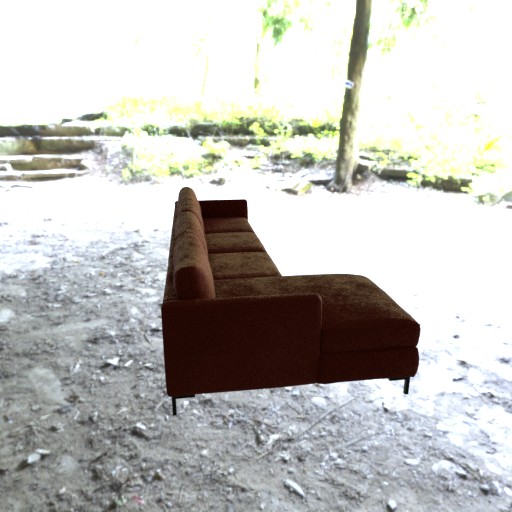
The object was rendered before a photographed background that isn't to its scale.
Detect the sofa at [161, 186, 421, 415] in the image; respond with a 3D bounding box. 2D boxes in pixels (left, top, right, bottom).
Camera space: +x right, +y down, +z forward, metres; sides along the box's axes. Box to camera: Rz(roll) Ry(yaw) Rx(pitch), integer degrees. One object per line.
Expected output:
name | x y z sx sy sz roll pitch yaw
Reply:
sofa | 0.000 0.000 3.020 1.136 0.663 2.467 -3 17 -8
